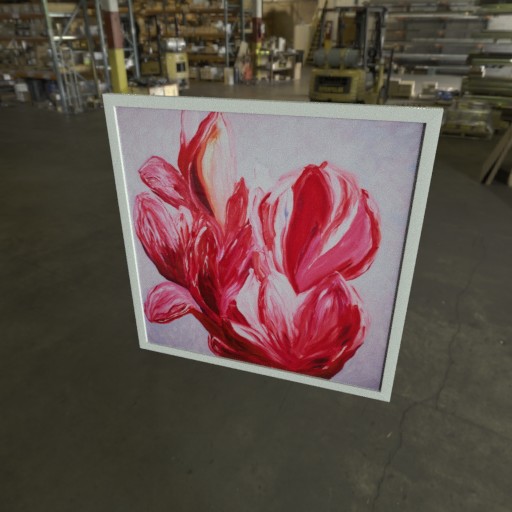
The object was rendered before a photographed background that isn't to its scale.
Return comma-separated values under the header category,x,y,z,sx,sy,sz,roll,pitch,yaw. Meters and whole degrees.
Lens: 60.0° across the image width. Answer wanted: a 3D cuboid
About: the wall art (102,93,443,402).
category,x,y,z,sx,sy,sz,roll,pitch,yaw
wall art,0.000,0.000,1.200,0.805,0.803,0.022,8,28,16
